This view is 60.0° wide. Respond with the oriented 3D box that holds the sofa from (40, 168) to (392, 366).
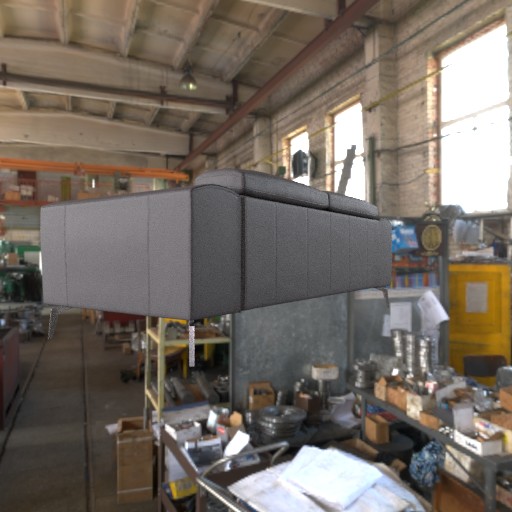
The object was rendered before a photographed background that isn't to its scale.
[{"bbox_3d":[0.000,0.000,2.851,1.048,0.814,2.330,0,0,35],"label":"sofa"}]
